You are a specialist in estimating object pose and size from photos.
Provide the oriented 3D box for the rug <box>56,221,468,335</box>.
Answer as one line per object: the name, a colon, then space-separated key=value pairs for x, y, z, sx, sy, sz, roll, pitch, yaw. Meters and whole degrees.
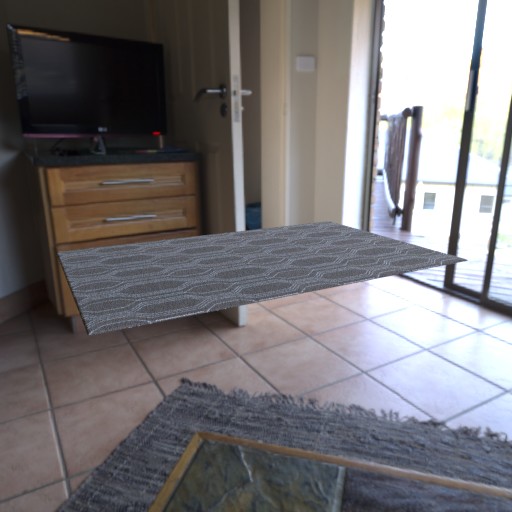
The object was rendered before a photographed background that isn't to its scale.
rug: x=0.000 y=0.000 z=3.111 sx=2.457 sy=0.012 sz=1.541 roll=-8 pitch=18 yaw=-27
